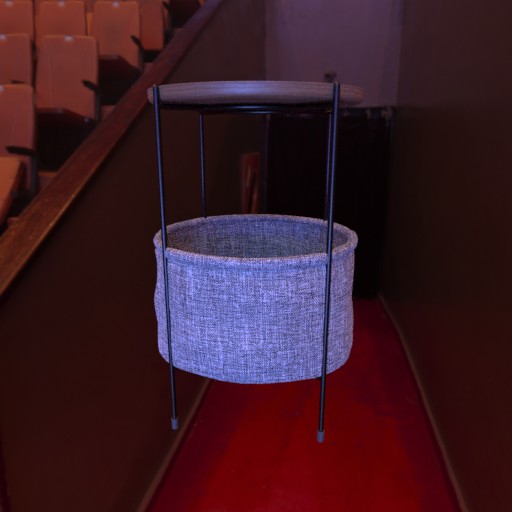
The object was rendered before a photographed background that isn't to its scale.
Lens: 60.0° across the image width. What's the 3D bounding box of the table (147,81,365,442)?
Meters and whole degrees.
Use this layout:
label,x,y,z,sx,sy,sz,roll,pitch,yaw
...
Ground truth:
label,x,y,z,sx,sy,sz,roll,pitch,yaw
table,0.000,0.000,0.892,0.400,0.623,0.400,2,16,7
